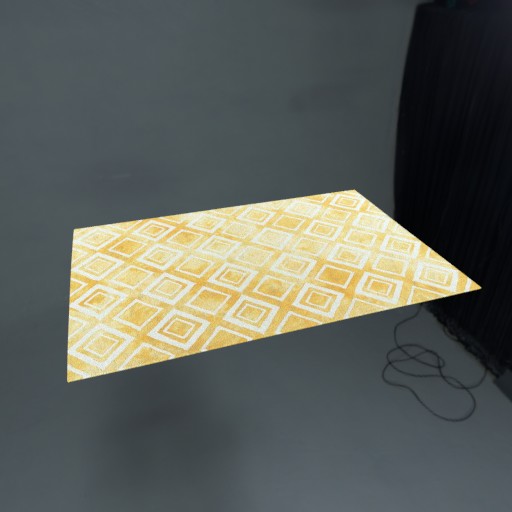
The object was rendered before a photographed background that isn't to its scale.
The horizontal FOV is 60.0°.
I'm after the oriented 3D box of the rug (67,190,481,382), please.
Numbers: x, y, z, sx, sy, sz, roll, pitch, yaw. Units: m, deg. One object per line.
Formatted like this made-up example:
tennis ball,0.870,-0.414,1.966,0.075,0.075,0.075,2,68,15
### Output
rug,0.000,0.000,2.317,1.829,0.010,1.213,-10,33,-16
